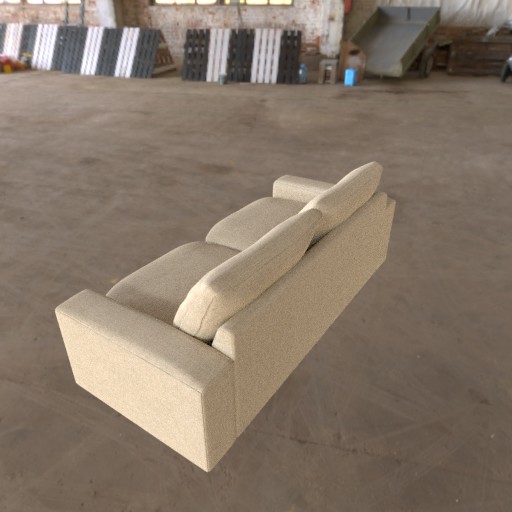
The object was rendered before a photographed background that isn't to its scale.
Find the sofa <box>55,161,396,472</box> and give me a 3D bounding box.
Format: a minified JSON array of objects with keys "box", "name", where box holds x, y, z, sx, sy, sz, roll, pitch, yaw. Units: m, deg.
[{"box":[0.000,0.000,2.881,1.040,0.922,2.299,19,36,29],"name":"sofa"}]
